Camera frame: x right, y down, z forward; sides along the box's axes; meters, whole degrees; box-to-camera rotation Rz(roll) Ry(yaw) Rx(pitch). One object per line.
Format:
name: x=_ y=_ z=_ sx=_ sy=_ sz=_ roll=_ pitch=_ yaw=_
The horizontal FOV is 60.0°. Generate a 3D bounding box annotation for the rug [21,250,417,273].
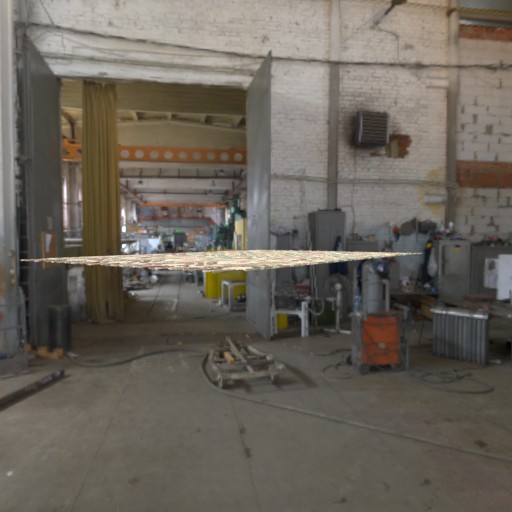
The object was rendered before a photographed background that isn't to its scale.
rug: x=0.000 y=0.000 z=3.004 sx=1.524 sy=0.011 sz=2.438 roll=2 pitch=3 yaw=36
